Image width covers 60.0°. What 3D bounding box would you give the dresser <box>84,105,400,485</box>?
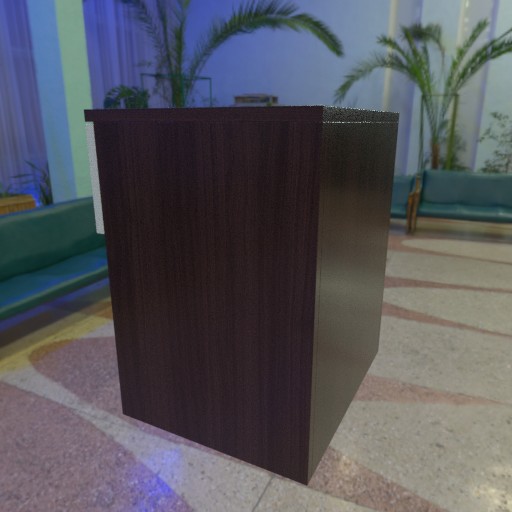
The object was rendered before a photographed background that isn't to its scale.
[{"bbox_3d":[0.000,0.000,0.757,0.360,0.470,0.400,9,19,26],"label":"dresser"}]
